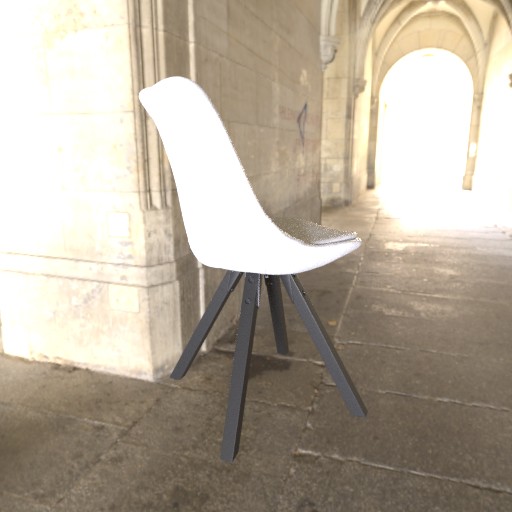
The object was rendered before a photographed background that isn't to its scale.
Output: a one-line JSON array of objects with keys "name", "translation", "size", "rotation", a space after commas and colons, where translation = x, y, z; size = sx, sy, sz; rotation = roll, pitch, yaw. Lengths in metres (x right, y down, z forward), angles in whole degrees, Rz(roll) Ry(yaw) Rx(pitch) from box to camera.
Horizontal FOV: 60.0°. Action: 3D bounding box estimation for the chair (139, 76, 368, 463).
[{"name": "chair", "translation": [0.000, 0.000, 1.201], "size": [0.550, 0.850, 0.485], "rotation": [-7, 15, -27]}]
